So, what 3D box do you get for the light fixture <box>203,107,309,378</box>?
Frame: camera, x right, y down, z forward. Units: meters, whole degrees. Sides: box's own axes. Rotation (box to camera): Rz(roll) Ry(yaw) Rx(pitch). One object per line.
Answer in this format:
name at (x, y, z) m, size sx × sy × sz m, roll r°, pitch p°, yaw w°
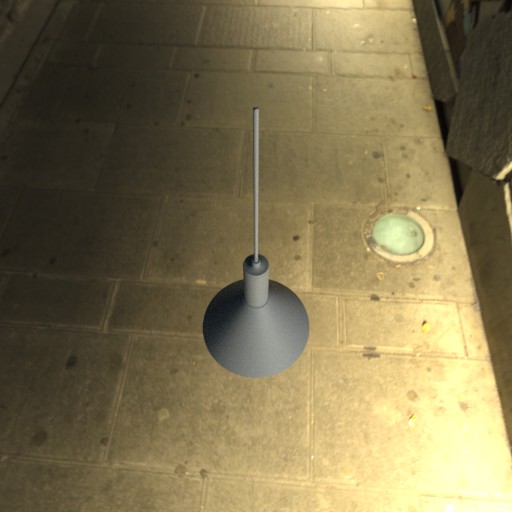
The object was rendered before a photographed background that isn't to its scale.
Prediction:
light fixture at (0.000, 0.000, 0.826) m, size 0.267 × 0.683 × 0.267 m, roll 17°, pitch 60°, yaw 10°
